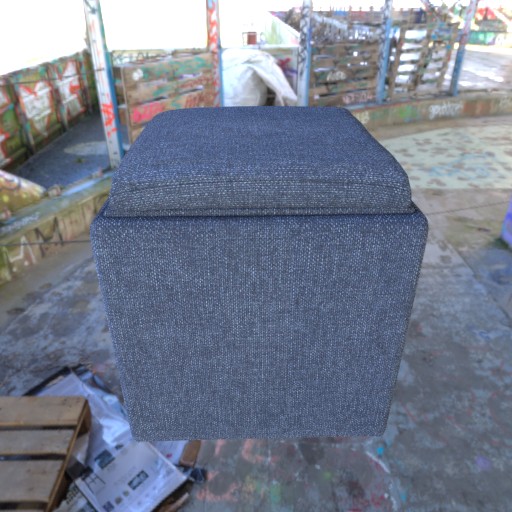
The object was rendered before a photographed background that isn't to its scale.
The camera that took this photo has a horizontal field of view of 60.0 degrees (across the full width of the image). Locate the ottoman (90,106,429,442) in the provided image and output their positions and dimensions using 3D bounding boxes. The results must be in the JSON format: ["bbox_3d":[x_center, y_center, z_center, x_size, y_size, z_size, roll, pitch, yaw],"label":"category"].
[{"bbox_3d":[0.000,0.000,0.834,0.436,0.493,0.454,-1,30,-1],"label":"ottoman"}]
